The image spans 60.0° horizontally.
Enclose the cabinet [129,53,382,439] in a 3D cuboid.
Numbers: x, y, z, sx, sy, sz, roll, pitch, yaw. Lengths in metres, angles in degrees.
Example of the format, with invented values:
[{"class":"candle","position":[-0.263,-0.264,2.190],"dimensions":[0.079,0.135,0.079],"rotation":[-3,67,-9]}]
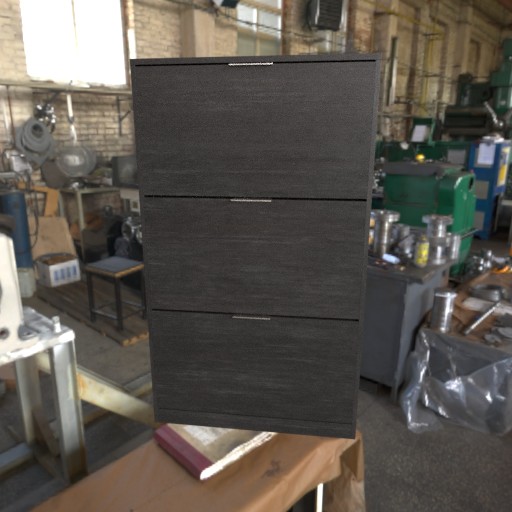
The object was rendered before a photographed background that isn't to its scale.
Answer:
[{"class":"cabinet","position":[0.000,0.000,1.578],"dimensions":[0.750,1.280,0.250],"rotation":[2,15,7]}]
